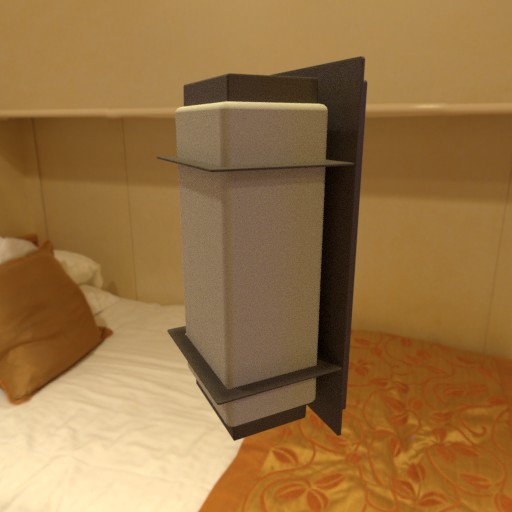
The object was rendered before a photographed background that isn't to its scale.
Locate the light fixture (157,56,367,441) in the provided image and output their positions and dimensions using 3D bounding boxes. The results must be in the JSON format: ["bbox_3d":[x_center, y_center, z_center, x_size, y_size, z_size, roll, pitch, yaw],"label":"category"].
[{"bbox_3d":[0.000,0.000,0.432,0.146,0.347,0.153,-8,18,-25],"label":"light fixture"}]
